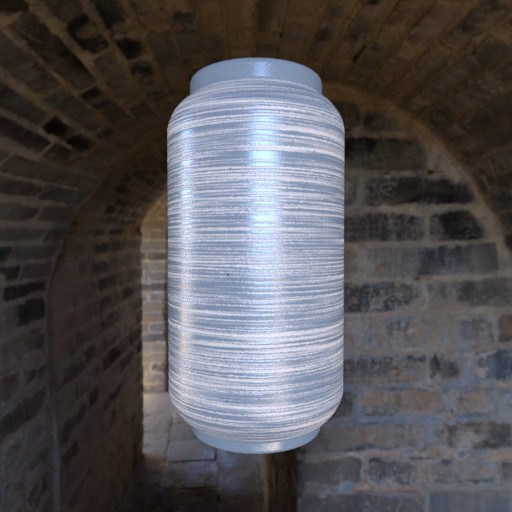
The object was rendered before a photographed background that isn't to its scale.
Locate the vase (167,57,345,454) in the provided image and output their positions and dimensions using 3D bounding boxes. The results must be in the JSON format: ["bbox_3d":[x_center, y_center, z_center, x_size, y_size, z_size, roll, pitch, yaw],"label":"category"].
[{"bbox_3d":[0.000,0.000,0.298,0.116,0.230,0.116,0,2,0],"label":"vase"}]
